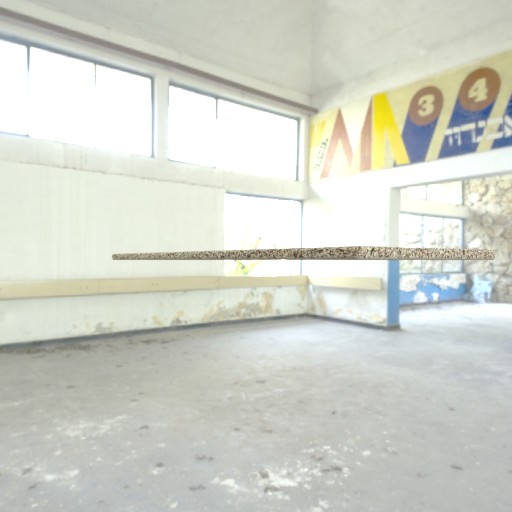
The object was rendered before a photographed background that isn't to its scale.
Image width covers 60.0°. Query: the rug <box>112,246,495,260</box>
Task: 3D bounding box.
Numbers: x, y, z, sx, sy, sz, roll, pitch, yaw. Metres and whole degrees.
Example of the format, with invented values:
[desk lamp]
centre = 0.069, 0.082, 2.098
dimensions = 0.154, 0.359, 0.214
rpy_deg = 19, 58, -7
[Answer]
[rug]
centre = 0.000, 0.000, 1.714
dimensions = 0.609, 0.030, 1.524
rpy_deg = 0, -1, -37
